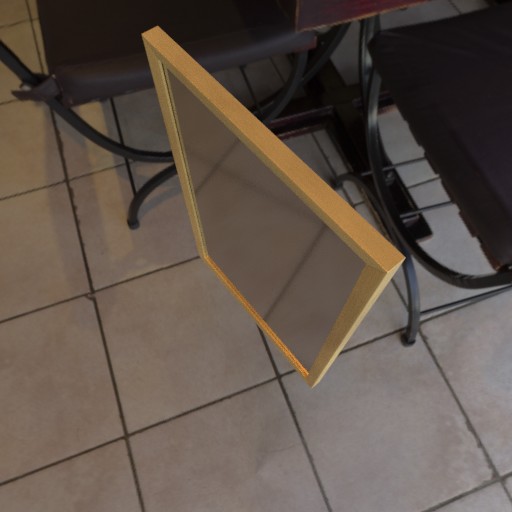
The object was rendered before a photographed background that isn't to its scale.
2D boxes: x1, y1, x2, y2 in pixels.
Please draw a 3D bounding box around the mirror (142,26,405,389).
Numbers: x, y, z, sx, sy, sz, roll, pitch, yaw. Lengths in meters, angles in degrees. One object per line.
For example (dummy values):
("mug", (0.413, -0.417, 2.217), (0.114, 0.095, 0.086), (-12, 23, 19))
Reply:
("mirror", (0.000, 0.000, 1.114), (0.040, 0.915, 0.609), (-36, 69, -16))
